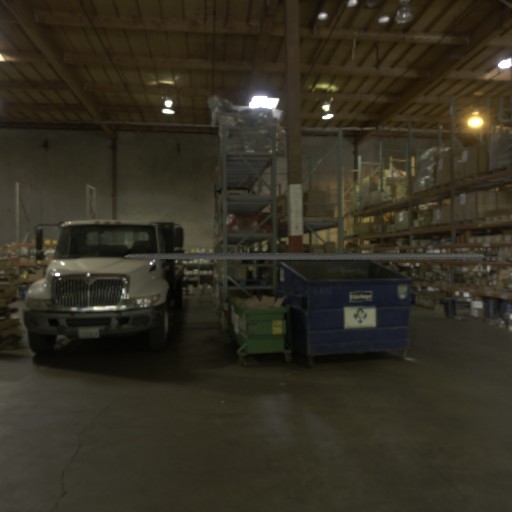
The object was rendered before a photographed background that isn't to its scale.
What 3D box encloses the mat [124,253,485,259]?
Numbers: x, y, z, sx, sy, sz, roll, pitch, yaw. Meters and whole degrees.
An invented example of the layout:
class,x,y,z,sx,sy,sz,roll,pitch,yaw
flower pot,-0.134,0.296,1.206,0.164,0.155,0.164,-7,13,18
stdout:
class,x,y,z,sx,sy,sz,roll,pitch,yaw
mat,0.000,0.000,1.614,0.917,0.016,1.220,0,0,-20
